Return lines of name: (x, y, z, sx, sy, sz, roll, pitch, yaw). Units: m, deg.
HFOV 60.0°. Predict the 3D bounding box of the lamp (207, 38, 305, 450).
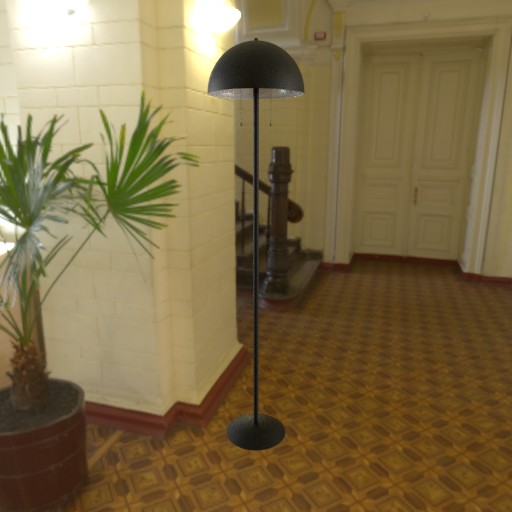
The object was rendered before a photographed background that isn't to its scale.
lamp: (0.000, 0.000, 1.642, 0.328, 1.480, 0.328, -7, 16, -28)
